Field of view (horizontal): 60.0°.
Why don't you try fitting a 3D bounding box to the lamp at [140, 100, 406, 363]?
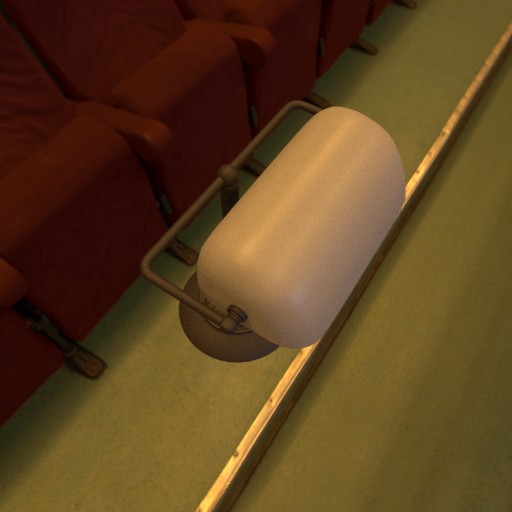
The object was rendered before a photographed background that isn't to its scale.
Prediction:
[{"bbox_3d":[0.000,0.000,0.516,0.243,0.339,0.264,29,63,17],"label":"lamp"}]
